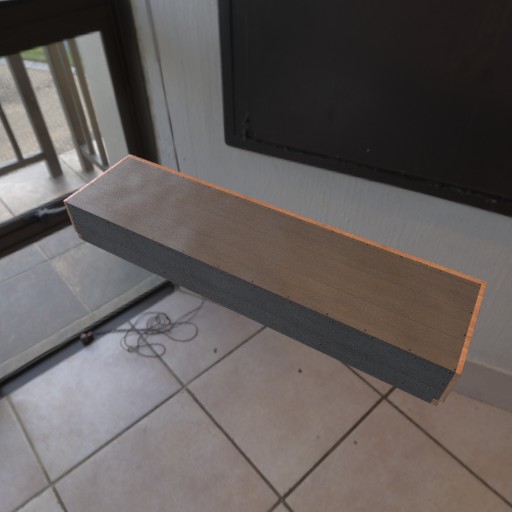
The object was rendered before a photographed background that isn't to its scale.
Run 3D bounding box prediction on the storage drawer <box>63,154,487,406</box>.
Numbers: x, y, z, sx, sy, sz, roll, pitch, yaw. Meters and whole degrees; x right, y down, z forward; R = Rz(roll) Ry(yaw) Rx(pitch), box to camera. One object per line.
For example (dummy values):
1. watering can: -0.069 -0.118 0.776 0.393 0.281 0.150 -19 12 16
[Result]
1. storage drawer: 0.000 0.000 2.225 2.032 0.264 0.538 22 49 21
